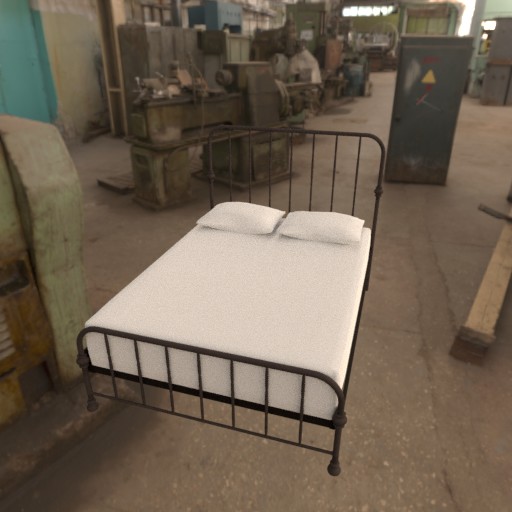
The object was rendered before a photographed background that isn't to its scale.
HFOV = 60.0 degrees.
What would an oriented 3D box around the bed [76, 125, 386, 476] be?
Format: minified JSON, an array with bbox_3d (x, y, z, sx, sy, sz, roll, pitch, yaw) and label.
[{"bbox_3d":[0.000,0.000,3.199,1.616,1.446,2.134,8,27,16],"label":"bed"}]
